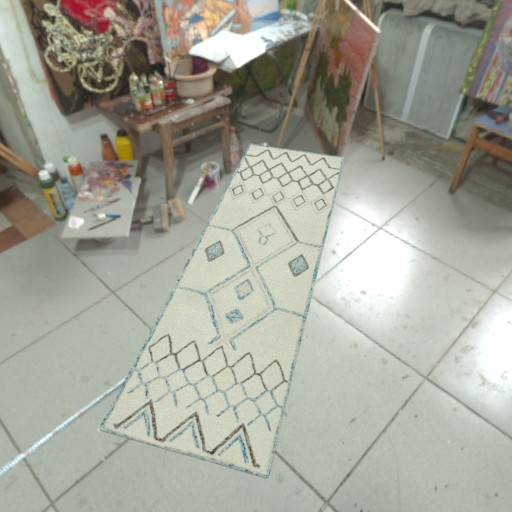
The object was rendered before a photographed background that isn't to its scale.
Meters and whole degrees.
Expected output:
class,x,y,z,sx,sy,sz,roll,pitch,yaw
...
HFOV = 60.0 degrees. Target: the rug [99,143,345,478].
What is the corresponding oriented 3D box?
class,x,y,z,sx,sy,sz,roll,pitch,yaw
rug,0.000,0.000,2.700,0.770,0.013,2.434,11,46,11
